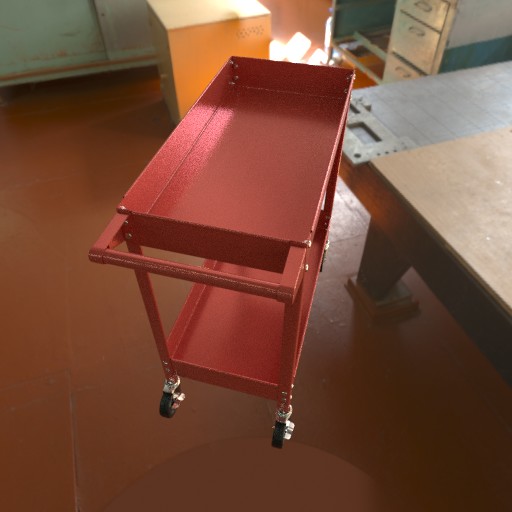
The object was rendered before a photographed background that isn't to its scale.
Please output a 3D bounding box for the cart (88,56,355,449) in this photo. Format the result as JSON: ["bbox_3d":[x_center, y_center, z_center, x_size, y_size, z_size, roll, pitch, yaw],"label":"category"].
[{"bbox_3d":[0.000,0.000,1.178,0.366,0.719,0.779,11,47,10],"label":"cart"}]
